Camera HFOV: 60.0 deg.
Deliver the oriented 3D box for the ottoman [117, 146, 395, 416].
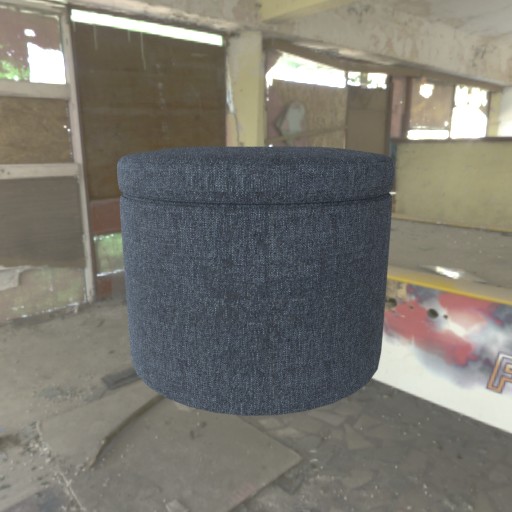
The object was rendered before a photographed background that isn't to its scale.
[{"bbox_3d":[0.000,0.000,0.875,0.500,0.419,0.500,0,14,0],"label":"ottoman"}]
